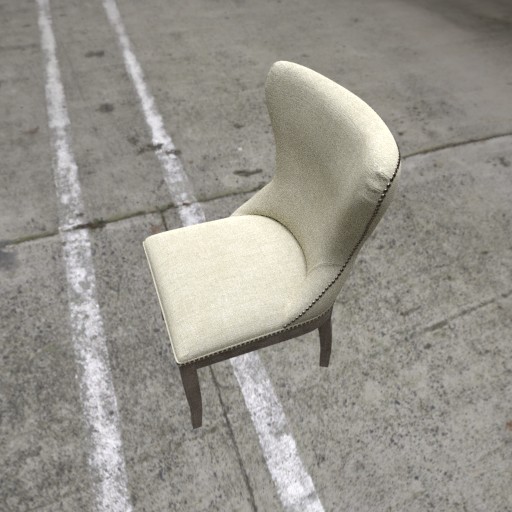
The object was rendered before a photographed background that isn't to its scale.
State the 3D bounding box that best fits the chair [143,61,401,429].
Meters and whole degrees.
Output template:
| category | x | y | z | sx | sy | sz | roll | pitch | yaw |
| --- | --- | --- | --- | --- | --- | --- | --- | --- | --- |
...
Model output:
| category | x | y | z | sx | sy | sz | roll | pitch | yaw |
| --- | --- | --- | --- | --- | --- | --- | --- | --- | --- |
| chair | 0.000 | 0.000 | 1.465 | 0.681 | 1.002 | 0.654 | -15 | 47 | -14 |
